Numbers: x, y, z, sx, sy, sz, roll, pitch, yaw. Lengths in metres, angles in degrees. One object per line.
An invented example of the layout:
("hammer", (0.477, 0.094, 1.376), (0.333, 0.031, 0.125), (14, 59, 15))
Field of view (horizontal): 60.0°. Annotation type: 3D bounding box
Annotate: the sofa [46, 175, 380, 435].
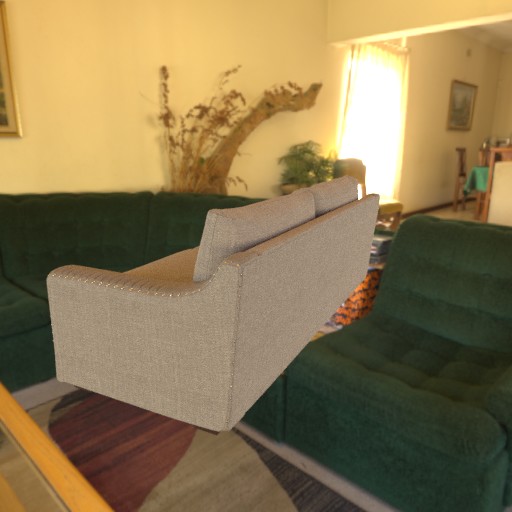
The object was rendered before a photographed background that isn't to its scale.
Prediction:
("sofa", (0.000, 0.000, 2.675), (1.000, 0.857, 2.208), (7, 16, 26))
